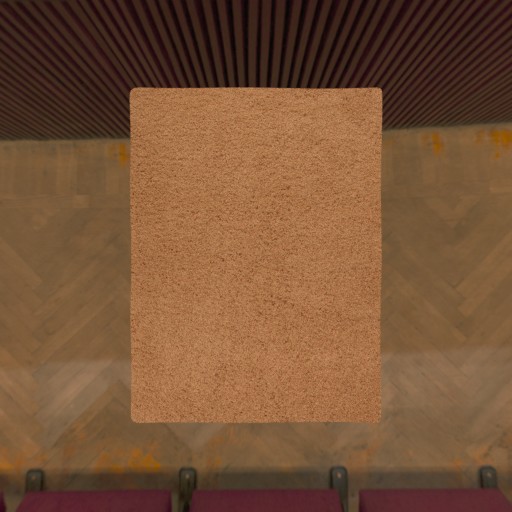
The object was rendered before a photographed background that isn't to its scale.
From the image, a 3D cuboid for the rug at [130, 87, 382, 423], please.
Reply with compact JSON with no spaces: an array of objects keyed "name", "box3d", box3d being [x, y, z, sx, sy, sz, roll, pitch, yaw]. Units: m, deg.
[{"name":"rug","box3d":[0.000,0.000,2.123,1.199,0.025,1.600,0,91,0]}]
